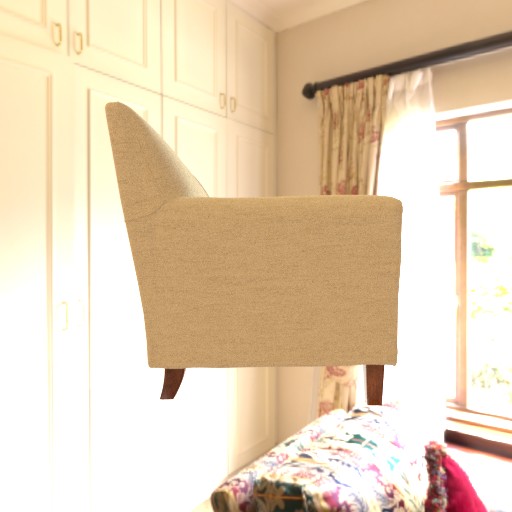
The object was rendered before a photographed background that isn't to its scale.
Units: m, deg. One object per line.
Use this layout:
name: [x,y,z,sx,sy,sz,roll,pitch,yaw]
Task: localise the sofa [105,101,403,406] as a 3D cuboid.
sofa: [0.000,0.000,1.989,0.891,0.892,1.482,0,1,-1]
